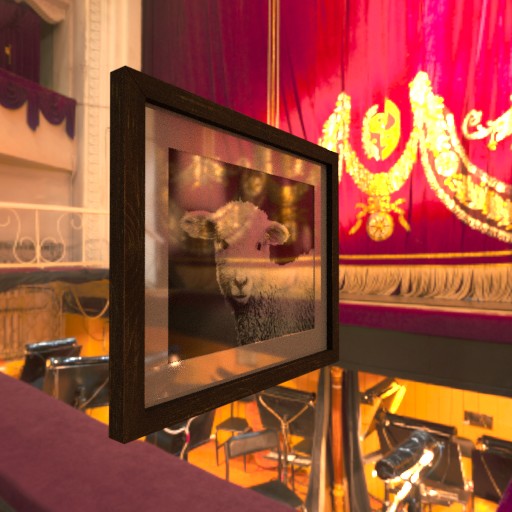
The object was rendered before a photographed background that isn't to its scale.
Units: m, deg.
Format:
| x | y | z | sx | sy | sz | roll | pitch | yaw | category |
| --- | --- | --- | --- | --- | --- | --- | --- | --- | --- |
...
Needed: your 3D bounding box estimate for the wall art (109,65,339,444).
| x | y | z | sx | sy | sz | roll | pitch | yaw | category |
| --- | --- | --- | --- | --- | --- | --- | --- | --- | --- |
| 0.000 | 0.000 | 0.765 | 0.032 | 0.457 | 0.558 | 0 | -1 | 38 | wall art |
